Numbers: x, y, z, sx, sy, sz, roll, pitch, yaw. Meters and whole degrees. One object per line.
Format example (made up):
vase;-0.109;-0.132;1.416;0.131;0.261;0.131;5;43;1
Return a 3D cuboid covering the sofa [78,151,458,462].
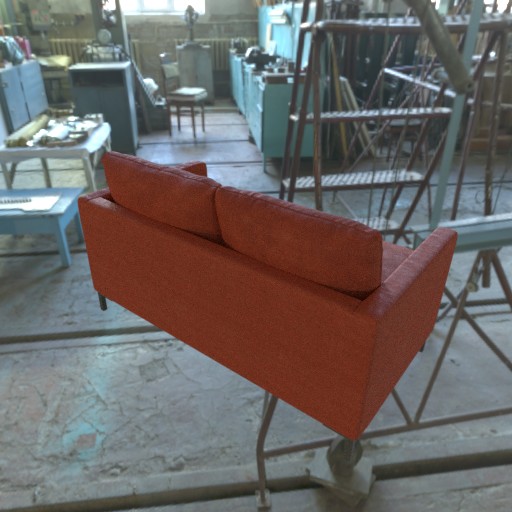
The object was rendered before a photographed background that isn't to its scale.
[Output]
sofa;0.000;0.000;2.127;1.574;0.896;0.864;21;35;32
